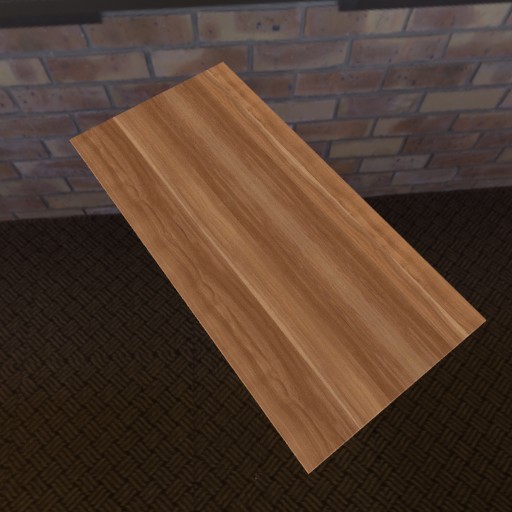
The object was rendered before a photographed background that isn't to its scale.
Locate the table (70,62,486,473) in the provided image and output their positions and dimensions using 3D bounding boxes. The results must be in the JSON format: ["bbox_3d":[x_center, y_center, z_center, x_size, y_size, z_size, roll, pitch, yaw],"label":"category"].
[{"bbox_3d":[0.000,0.000,2.490,1.000,0.770,2.000,-34,68,-16],"label":"table"}]
